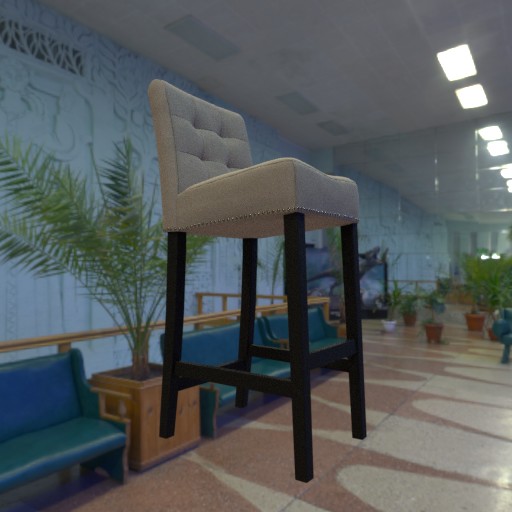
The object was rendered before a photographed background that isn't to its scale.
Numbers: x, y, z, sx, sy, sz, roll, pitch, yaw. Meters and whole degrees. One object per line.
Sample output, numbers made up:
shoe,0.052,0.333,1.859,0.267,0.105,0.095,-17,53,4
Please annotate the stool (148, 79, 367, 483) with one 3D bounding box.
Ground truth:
stool,0.000,0.000,1.317,0.548,1.047,0.411,-1,-2,37
